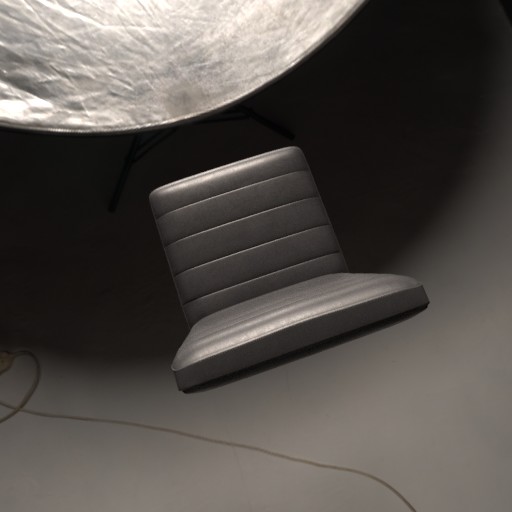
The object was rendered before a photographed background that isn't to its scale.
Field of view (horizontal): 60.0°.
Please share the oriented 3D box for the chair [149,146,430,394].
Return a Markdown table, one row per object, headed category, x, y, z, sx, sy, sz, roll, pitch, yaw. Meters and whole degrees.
| category | x | y | z | sx | sy | sz | roll | pitch | yaw |
| --- | --- | --- | --- | --- | --- | --- | --- | --- | --- |
| chair | 0.000 | 0.000 | 1.330 | 0.520 | 0.930 | 0.634 | -18 | 77 | -4 |
